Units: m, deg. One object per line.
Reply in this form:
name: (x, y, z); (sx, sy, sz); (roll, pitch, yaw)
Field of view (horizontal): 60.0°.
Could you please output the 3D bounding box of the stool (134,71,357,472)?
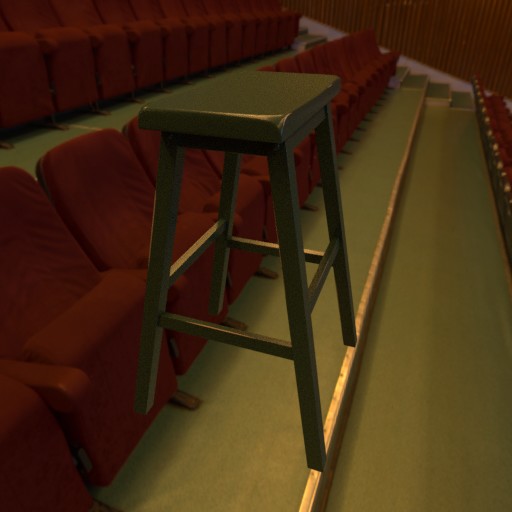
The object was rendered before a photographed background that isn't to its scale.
stool: (0.000, 0.000, 1.026); (0.476, 0.737, 0.457); (10, 32, 17)
